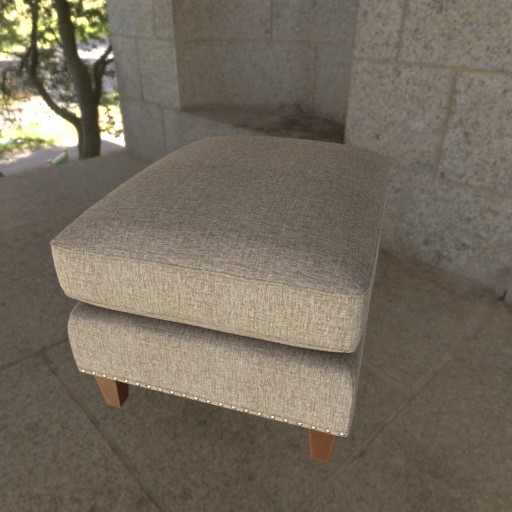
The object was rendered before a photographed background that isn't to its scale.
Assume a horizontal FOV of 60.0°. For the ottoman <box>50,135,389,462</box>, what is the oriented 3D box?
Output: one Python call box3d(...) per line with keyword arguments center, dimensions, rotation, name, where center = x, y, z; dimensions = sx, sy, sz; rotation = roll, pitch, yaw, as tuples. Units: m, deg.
box3d(center=(0.000, 0.000, 1.113), dimensions=(0.584, 0.513, 0.741), rotation=(9, 30, 15), name="ottoman")
